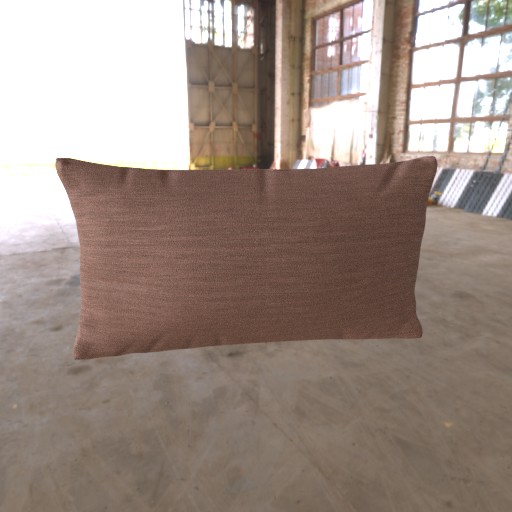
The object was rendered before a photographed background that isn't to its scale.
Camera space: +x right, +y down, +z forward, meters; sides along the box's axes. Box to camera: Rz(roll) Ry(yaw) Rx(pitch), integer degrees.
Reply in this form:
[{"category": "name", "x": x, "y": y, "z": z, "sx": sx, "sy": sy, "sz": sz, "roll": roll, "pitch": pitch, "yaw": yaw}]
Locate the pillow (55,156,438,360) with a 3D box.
[{"category": "pillow", "x": 0.000, "y": 0.000, "z": 0.771, "sx": 0.633, "sy": 0.338, "sz": 0.210, "roll": -2, "pitch": 15, "yaw": -8}]
